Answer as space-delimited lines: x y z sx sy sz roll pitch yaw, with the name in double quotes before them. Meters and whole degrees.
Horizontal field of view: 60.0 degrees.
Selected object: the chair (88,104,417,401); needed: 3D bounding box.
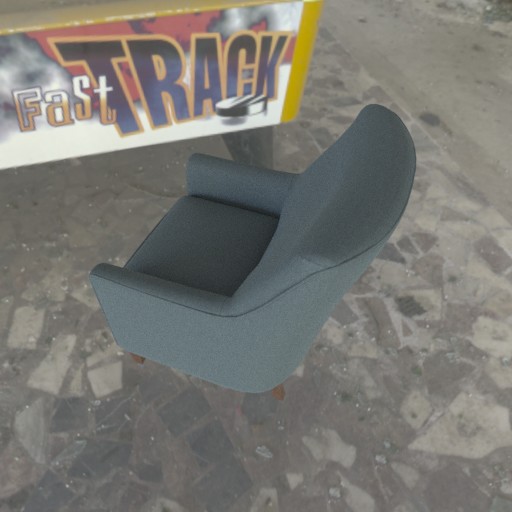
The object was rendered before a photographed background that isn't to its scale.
"chair" 0.000 0.000 1.579 0.879 0.916 0.756 16 48 15
